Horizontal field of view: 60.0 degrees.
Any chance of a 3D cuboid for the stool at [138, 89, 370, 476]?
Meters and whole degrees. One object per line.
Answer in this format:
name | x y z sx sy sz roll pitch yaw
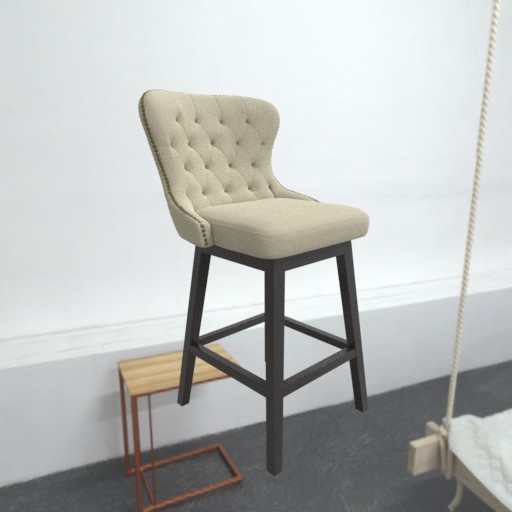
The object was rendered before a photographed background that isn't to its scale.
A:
stool | 0.000 0.000 1.353 0.528 0.971 0.593 -14 20 -41
